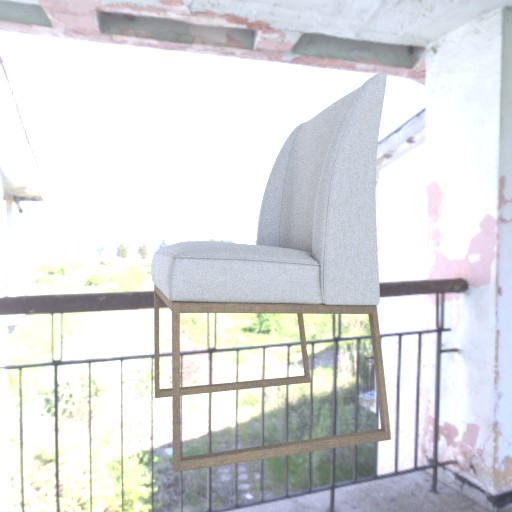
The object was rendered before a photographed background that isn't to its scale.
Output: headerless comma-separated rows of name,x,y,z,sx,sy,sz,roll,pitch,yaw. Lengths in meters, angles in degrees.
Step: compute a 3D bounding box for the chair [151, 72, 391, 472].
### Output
chair,0.000,0.000,1.185,0.522,0.863,0.508,0,2,-17
